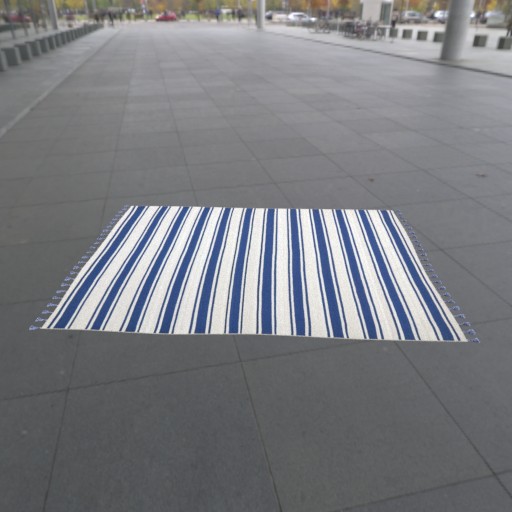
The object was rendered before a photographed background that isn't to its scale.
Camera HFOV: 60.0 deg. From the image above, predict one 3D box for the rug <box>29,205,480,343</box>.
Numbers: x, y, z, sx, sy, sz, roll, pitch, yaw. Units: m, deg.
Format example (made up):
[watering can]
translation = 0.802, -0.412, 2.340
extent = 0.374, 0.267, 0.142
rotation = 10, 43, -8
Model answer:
[rug]
translation = 0.000, 0.000, 4.375
extent = 3.416, 0.016, 2.471
rotation = 1, 29, 2
